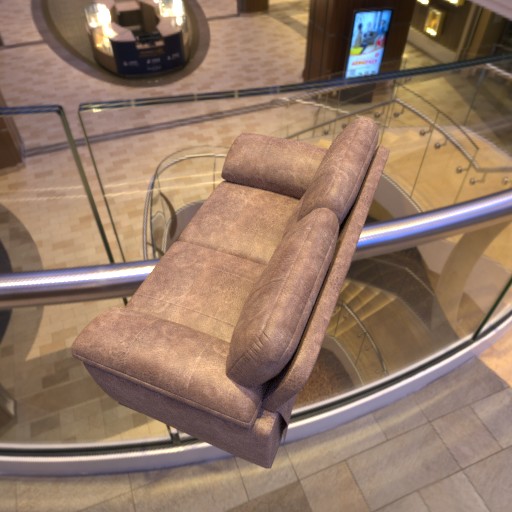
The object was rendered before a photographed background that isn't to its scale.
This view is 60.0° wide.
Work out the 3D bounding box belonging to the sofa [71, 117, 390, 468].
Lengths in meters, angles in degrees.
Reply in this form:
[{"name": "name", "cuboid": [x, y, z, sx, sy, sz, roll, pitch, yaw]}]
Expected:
[{"name": "sofa", "cuboid": [0.000, 0.000, 2.314, 0.991, 0.991, 1.753, 16, 49, 15]}]
